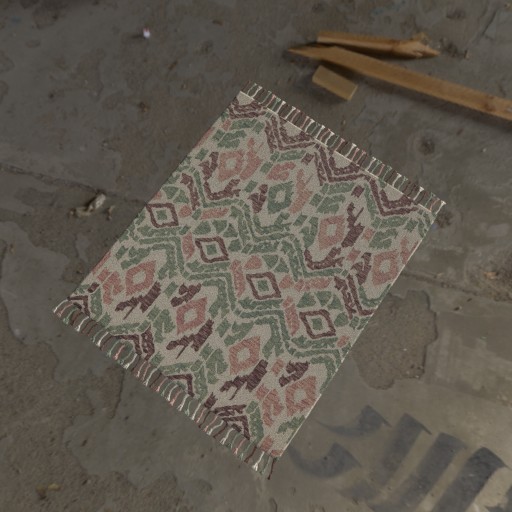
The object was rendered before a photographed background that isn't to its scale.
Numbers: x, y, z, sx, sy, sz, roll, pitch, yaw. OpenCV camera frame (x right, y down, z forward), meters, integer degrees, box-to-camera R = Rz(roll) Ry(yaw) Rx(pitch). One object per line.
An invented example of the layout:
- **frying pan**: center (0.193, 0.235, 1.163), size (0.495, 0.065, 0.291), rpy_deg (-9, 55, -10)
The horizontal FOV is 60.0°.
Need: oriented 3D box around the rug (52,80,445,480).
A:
- **rug**: center (0.000, 0.000, 4.180), size (2.438, 0.010, 3.048), rpy_deg (35, 78, 8)
